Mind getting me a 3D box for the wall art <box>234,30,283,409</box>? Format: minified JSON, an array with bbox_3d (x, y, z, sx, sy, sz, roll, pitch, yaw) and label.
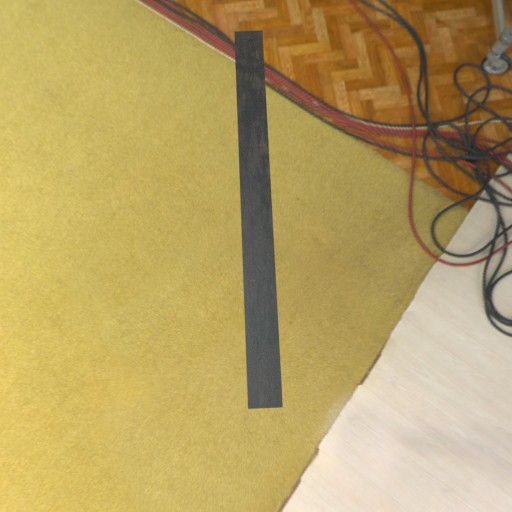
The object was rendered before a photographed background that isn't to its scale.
[{"bbox_3d":[0.000,0.000,0.566,0.027,0.406,0.329,-2,77,-1],"label":"wall art"}]
